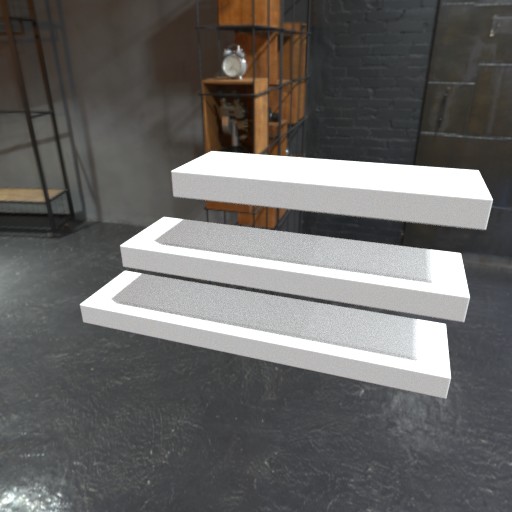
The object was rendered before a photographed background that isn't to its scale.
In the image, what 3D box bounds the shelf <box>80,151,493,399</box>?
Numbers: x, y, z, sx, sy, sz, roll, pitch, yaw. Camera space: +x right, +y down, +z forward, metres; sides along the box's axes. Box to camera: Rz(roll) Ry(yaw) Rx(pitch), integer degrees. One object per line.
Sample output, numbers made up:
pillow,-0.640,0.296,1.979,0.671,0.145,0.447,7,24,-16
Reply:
shelf,0.000,0.000,0.708,0.610,0.293,0.140,8,26,17
